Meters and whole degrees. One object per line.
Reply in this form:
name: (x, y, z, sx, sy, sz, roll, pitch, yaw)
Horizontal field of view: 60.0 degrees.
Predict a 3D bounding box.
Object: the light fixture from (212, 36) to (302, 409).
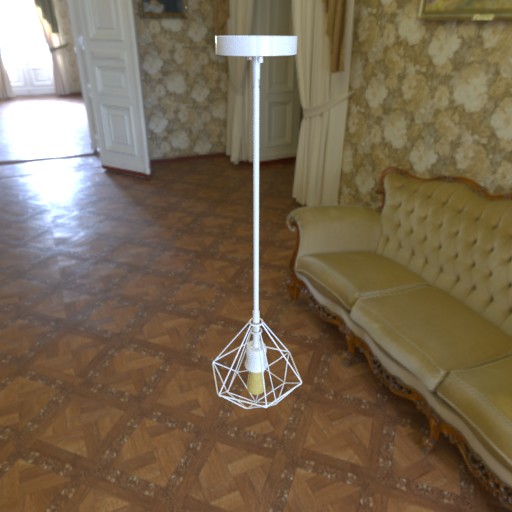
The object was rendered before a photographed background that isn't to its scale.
light fixture: (0.000, 0.000, 1.985, 0.487, 1.764, 0.431, 9, 28, 17)
